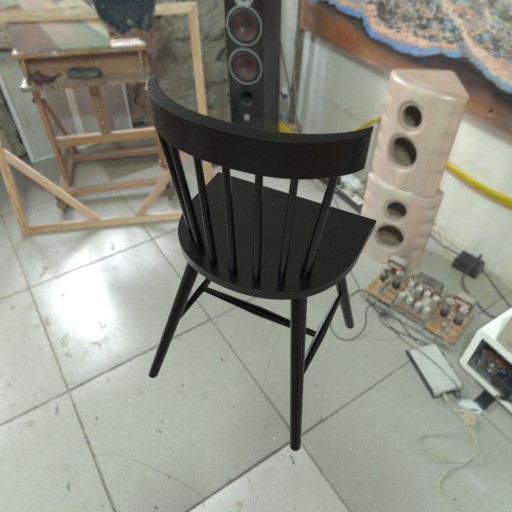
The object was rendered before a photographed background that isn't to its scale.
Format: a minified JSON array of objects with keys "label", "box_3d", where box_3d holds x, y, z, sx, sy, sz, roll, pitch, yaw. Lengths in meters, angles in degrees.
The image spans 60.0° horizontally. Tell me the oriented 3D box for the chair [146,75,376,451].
[{"label":"chair","box_3d":[0.000,0.000,1.130,0.506,0.844,0.483,20,48,19]}]
